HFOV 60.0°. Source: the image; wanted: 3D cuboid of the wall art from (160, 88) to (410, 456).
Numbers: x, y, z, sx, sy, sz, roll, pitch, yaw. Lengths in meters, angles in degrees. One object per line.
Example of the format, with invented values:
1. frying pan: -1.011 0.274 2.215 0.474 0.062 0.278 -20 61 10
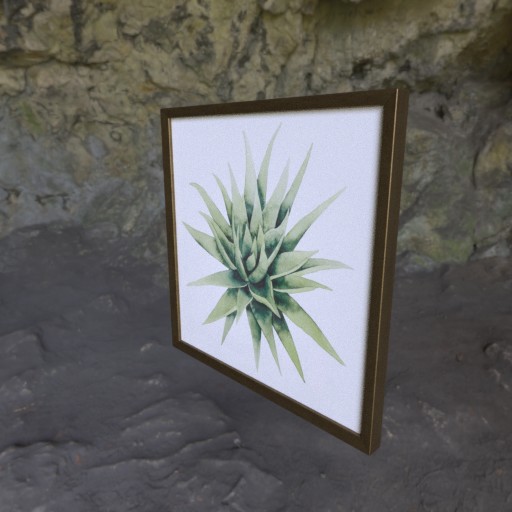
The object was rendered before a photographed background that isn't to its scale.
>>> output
1. wall art: 0.000 0.000 0.766 0.030 0.506 0.503 -14 20 -43
